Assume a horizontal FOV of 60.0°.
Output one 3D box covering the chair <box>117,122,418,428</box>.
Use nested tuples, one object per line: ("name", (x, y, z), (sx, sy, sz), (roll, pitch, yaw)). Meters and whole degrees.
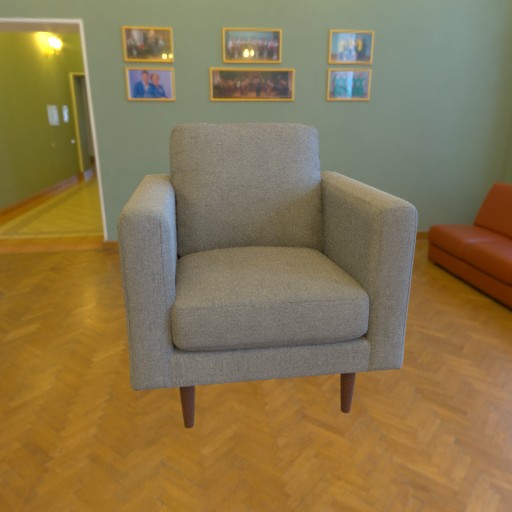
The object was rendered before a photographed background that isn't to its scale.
("chair", (0.000, 0.000, 1.618), (0.855, 0.927, 0.800), (-3, 18, -8))
